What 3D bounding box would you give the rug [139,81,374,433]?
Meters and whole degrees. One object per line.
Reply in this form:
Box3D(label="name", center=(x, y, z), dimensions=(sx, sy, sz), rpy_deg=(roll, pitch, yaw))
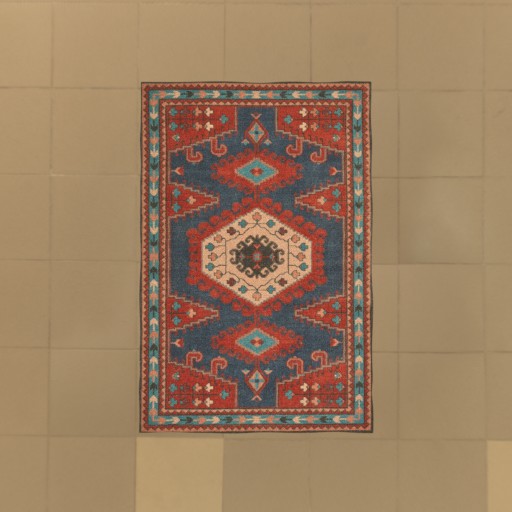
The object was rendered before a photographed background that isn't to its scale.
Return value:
Box3D(label="rug", center=(0.000, 0.000, 2.289), dimensions=(1.207, 0.012, 1.820), rpy_deg=(0, 89, 0))
